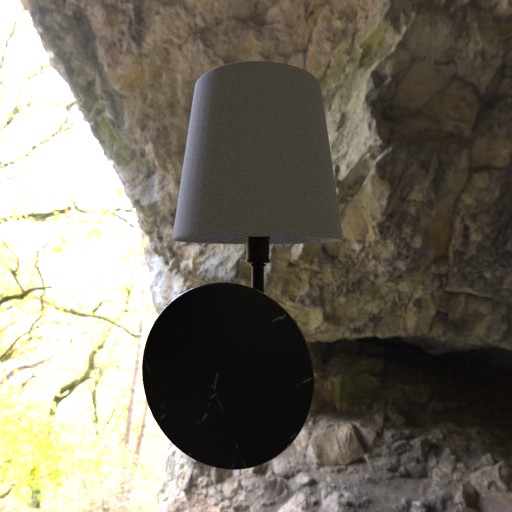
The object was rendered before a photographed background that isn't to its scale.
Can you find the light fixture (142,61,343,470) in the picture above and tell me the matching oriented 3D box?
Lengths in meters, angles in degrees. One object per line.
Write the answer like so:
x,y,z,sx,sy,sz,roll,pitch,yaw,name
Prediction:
0.000,0.000,0.439,0.168,0.337,0.188,0,-1,17,light fixture
